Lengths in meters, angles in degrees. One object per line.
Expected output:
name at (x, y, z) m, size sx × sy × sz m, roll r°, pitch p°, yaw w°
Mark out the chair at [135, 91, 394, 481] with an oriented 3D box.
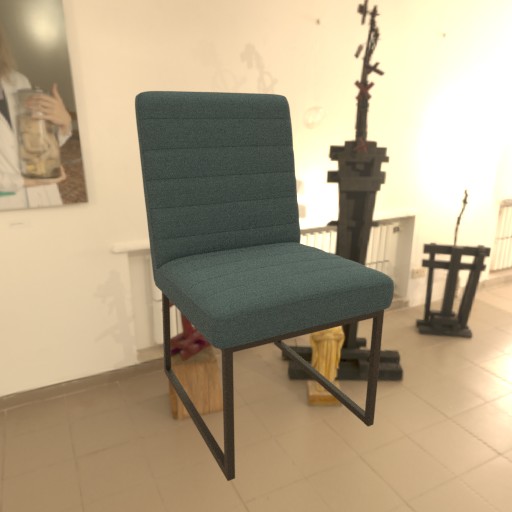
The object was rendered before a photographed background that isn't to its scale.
chair at (0.000, 0.000, 1.306) m, size 0.520 × 0.930 × 0.634 m, roll -9°, pitch 19°, yaw -26°
